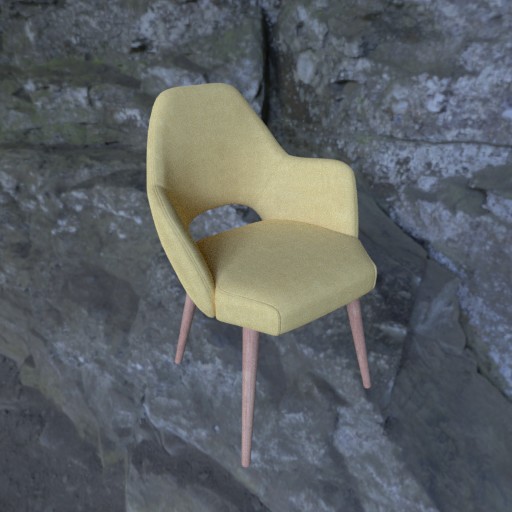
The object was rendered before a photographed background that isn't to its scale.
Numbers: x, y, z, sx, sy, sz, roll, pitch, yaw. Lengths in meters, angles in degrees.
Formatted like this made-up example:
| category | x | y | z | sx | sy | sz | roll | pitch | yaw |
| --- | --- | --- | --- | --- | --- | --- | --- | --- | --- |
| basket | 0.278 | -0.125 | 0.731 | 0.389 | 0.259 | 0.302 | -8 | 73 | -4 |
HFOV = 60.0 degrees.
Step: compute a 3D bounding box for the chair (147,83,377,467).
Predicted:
| category | x | y | z | sx | sy | sz | roll | pitch | yaw |
| --- | --- | --- | --- | --- | --- | --- | --- | --- | --- |
| chair | 0.000 | 0.000 | 1.245 | 0.590 | 0.840 | 0.610 | -20 | 35 | -31 |
